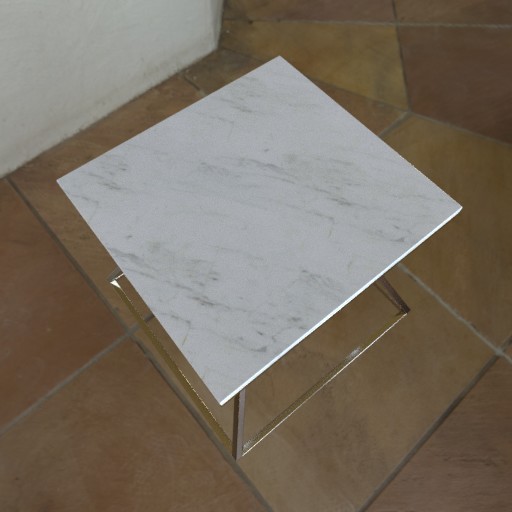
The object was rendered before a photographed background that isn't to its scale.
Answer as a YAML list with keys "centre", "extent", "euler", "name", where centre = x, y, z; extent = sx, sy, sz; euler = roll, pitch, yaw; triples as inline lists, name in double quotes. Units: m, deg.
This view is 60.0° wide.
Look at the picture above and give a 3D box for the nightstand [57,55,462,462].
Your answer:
- centre: [0.000, 0.000, 0.875]
  extent: [0.513, 0.426, 0.514]
  euler: [-35, 68, -17]
  name: "nightstand"
